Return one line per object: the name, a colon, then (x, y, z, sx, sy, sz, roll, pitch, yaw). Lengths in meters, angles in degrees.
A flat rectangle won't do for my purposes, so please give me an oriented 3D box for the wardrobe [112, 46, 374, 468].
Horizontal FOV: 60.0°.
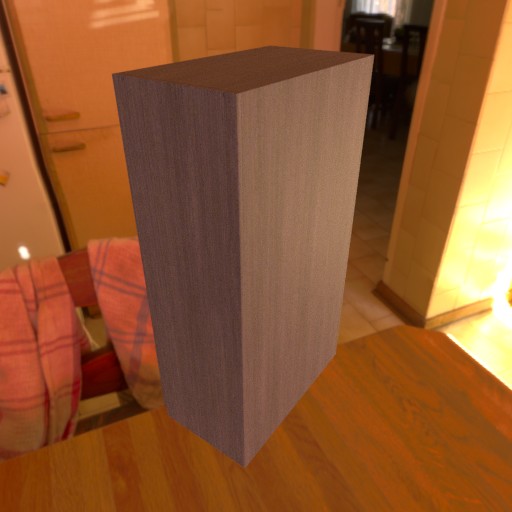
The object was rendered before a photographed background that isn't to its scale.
wardrobe: (0.000, 0.000, 2.240, 0.577, 1.808, 0.991, 21, 37, 30)
